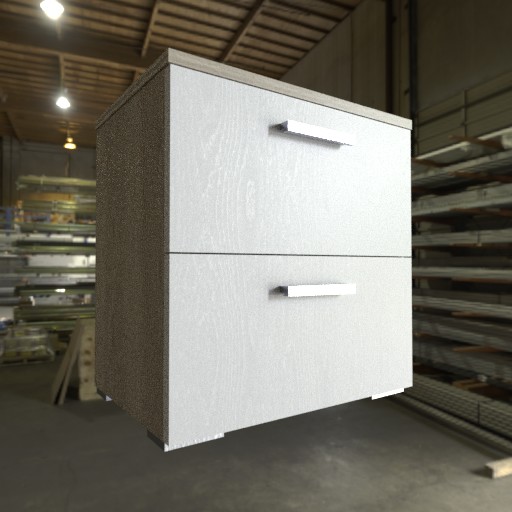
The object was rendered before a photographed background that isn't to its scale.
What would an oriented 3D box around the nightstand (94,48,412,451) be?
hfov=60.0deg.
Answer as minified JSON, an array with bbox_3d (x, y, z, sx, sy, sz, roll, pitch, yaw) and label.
[{"bbox_3d":[0.000,0.000,0.742,0.442,0.461,0.325,1,-2,-35],"label":"nightstand"}]
